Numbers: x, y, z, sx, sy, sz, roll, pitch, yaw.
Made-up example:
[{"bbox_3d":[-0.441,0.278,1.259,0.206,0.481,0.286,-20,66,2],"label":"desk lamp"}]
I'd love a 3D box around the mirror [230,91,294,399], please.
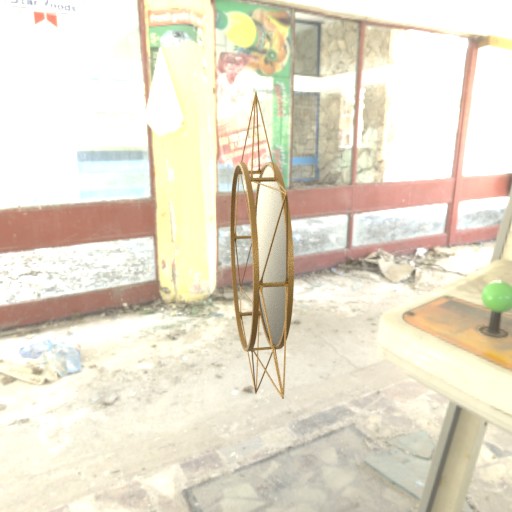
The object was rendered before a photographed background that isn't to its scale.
[{"bbox_3d":[0.000,0.000,0.831,0.062,0.581,0.498,-2,15,-9],"label":"mirror"}]
